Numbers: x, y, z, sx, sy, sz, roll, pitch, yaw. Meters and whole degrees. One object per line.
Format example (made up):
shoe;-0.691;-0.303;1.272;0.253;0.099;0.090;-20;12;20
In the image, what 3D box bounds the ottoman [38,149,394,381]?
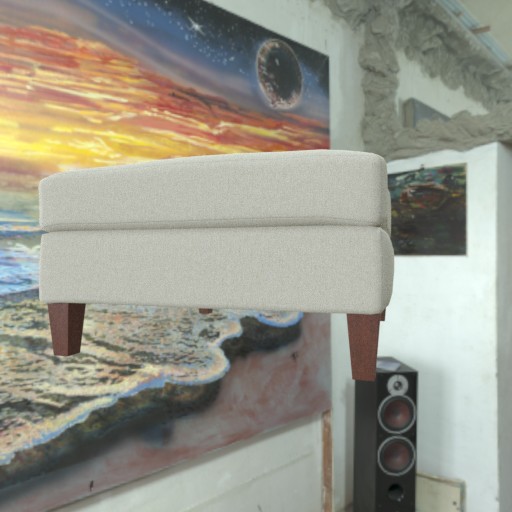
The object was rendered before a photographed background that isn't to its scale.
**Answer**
ottoman;0.000;0.000;1.407;0.836;0.492;0.976;0;0;17
